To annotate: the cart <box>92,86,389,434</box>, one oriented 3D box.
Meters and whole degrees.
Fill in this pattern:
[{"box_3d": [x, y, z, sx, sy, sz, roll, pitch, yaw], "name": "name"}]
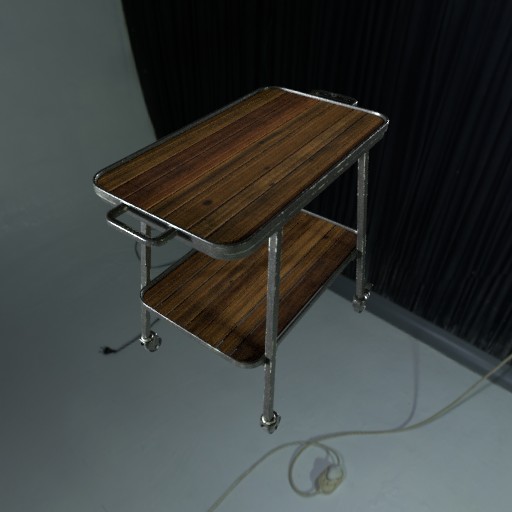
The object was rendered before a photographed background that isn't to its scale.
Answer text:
[{"box_3d": [0.000, 0.000, 1.278, 0.515, 0.700, 0.806, 26, 47, 26], "name": "cart"}]
